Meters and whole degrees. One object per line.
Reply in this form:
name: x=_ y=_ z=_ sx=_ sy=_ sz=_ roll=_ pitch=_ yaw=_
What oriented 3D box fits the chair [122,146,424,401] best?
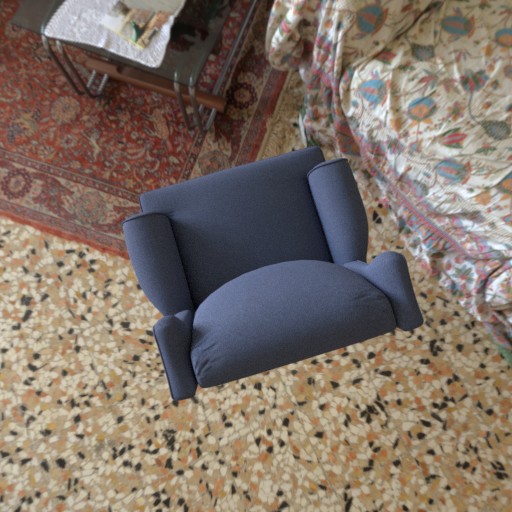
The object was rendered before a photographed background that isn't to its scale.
chair: x=0.000 y=0.000 z=1.782 sx=0.971 sy=1.020 sz=0.877 roll=-16 pitch=77 yaw=-4
